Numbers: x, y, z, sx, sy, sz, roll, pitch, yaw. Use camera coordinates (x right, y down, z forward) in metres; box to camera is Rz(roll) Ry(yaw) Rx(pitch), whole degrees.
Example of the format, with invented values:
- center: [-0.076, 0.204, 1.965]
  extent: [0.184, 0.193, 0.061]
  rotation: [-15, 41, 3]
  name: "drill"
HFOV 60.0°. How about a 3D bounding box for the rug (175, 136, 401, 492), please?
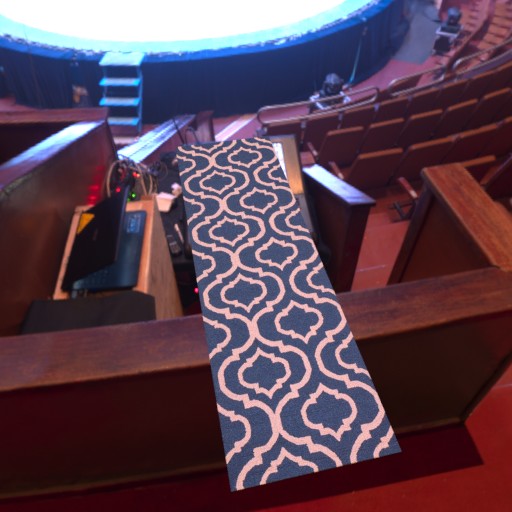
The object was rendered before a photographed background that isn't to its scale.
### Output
- center: [0.000, 0.000, 2.464]
  extent: [0.685, 0.006, 2.296]
  rotation: [-9, 48, -8]
  name: "rug"
